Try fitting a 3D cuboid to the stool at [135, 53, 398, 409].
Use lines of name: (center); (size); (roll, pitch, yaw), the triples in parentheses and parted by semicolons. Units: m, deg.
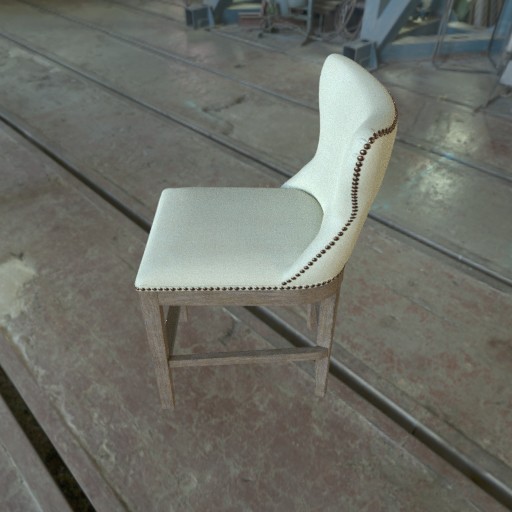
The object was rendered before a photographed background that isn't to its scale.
stool: (0.000, 0.000, 1.278); (0.608, 0.981, 0.498); (0, 41, 0)
